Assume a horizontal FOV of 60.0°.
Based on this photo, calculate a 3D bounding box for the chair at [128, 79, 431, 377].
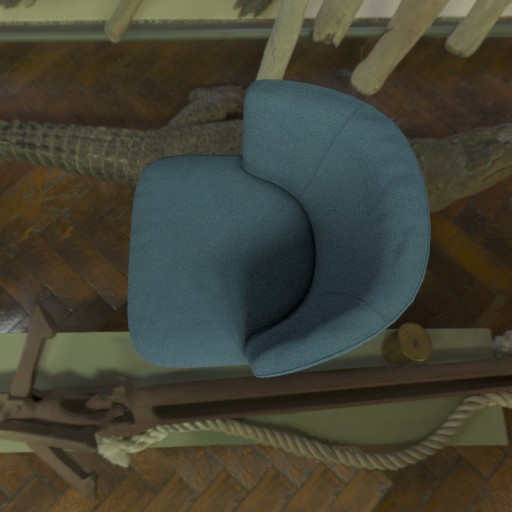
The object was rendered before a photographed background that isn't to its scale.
[{"bbox_3d":[0.000,0.000,1.254,0.702,0.760,0.661,-1,75,0],"label":"chair"}]
